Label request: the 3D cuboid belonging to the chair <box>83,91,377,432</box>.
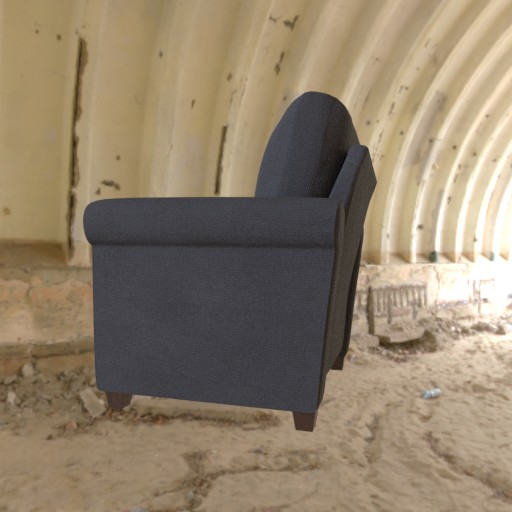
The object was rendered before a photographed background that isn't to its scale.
[{"bbox_3d":[0.000,0.000,1.610,0.828,0.942,0.867,0,0,18],"label":"chair"}]
